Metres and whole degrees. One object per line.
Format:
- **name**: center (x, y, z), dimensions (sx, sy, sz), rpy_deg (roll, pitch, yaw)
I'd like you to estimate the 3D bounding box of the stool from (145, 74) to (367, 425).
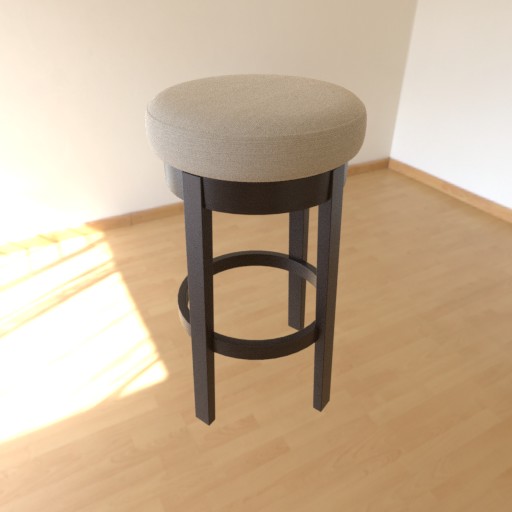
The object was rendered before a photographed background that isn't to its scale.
- **stool**: center (0.000, 0.000, 1.050), dimensions (0.446, 0.758, 0.446), rpy_deg (0, 33, 0)
